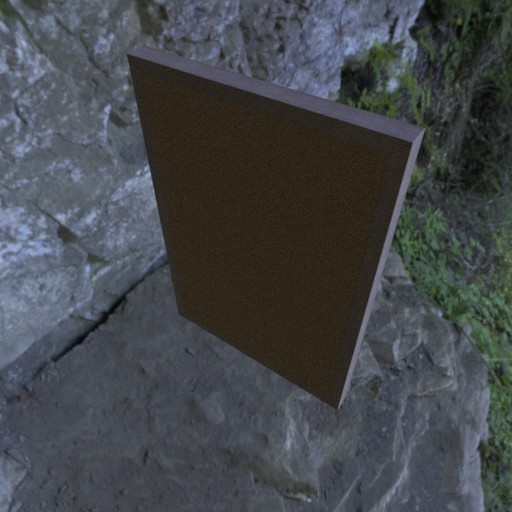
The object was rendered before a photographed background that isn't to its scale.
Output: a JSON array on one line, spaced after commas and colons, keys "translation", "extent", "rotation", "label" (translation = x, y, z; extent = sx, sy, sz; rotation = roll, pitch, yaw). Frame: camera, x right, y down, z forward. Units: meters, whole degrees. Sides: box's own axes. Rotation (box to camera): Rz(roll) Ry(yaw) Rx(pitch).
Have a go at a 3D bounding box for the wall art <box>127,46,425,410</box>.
[{"translation": [0.000, 0.000, 0.648], "extent": [0.356, 0.509, 0.031], "rotation": [26, 51, 24], "label": "wall art"}]
